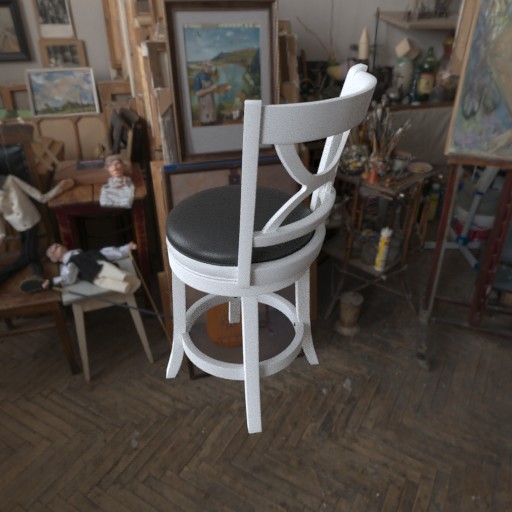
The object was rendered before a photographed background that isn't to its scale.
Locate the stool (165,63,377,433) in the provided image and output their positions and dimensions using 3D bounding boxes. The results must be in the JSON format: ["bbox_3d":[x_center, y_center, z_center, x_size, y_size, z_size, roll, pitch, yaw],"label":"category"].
[{"bbox_3d":[0.000,0.000,1.217,0.508,0.953,0.444,22,39,30],"label":"stool"}]
